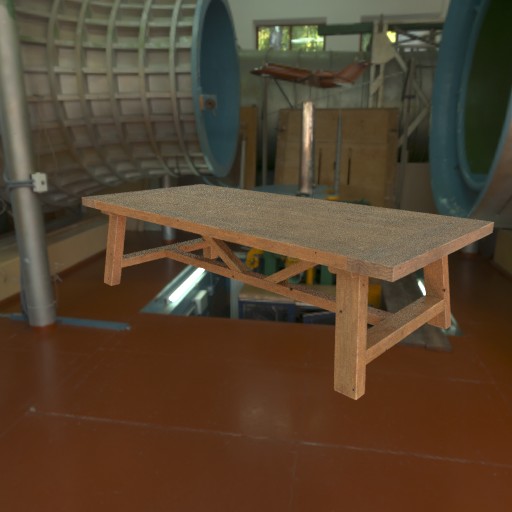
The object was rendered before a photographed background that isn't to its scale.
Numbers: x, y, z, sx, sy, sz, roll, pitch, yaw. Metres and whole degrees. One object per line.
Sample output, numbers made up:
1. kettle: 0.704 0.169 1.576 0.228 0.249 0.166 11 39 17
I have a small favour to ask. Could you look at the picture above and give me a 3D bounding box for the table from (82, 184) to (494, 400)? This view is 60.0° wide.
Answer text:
1. table: 0.000 0.000 2.116 1.800 0.465 0.820 15 22 42
